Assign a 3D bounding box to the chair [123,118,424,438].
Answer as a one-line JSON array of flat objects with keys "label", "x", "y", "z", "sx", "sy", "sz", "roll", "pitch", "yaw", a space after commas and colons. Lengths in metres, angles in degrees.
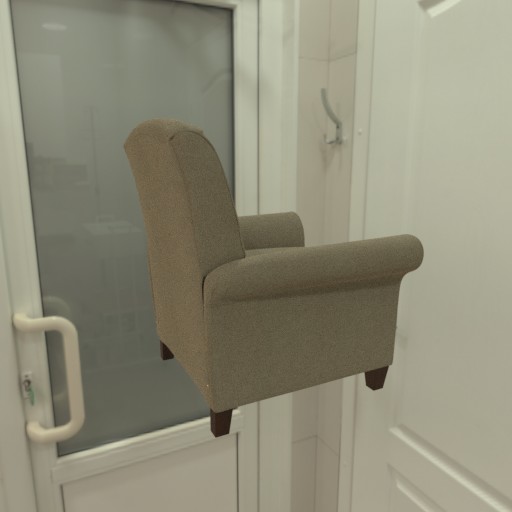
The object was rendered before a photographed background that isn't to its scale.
[{"label": "chair", "x": 0.000, "y": 0.000, "z": 1.846, "sx": 0.905, "sy": 1.061, "sz": 0.978, "roll": -6, "pitch": 14, "yaw": -26}]
